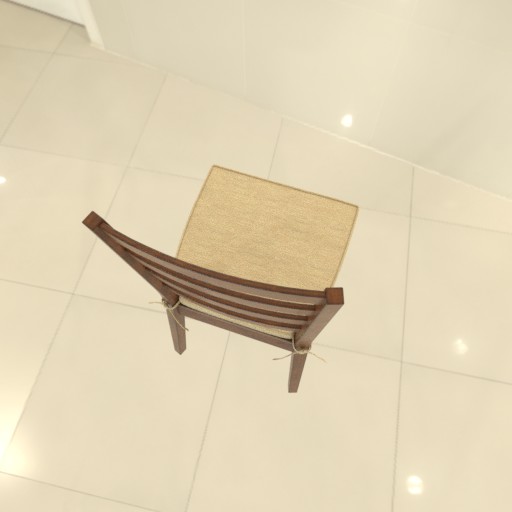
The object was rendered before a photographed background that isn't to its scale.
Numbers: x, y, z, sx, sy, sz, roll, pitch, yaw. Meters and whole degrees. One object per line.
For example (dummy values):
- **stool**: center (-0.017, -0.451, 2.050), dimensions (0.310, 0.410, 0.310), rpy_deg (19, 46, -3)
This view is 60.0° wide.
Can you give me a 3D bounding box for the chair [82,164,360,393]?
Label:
- **chair**: center (0.000, 0.000, 1.339), dimensions (0.593, 0.979, 0.595), rpy_deg (17, 64, 8)
